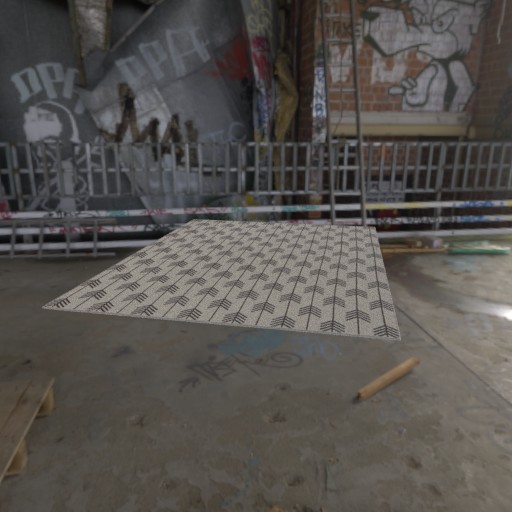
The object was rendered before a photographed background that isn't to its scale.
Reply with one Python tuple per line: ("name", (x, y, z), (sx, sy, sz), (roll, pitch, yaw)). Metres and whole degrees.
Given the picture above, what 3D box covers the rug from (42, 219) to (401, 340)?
("rug", (0.000, 0.000, 4.193), (2.330, 0.010, 3.061), (3, 16, 11))
